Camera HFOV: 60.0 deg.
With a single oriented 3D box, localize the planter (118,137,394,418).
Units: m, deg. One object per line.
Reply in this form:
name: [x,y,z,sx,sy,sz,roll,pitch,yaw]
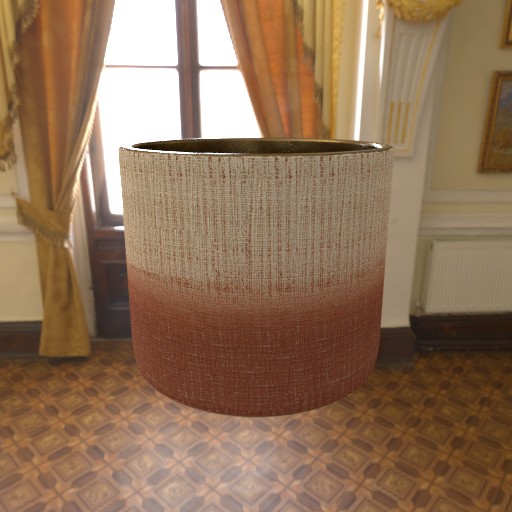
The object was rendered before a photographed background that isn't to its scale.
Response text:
planter: [0.000,0.000,0.448,0.254,0.221,0.254,0,18,0]
